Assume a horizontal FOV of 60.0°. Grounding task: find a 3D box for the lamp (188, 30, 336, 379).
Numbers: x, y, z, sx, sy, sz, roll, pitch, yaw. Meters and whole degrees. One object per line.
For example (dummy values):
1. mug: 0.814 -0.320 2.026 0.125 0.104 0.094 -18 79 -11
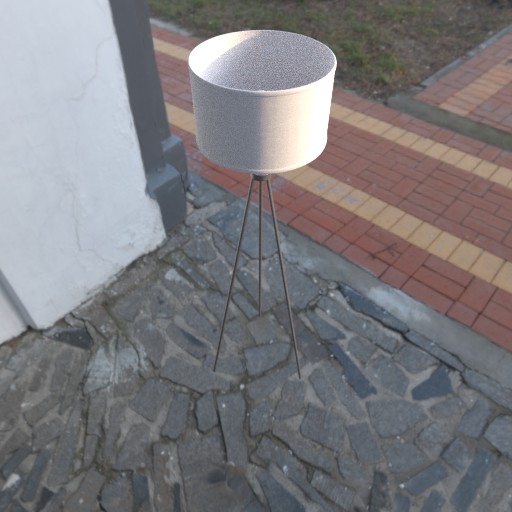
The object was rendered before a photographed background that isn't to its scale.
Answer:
1. lamp: 0.000 0.000 1.766 0.458 1.545 0.448 -24 51 -21
